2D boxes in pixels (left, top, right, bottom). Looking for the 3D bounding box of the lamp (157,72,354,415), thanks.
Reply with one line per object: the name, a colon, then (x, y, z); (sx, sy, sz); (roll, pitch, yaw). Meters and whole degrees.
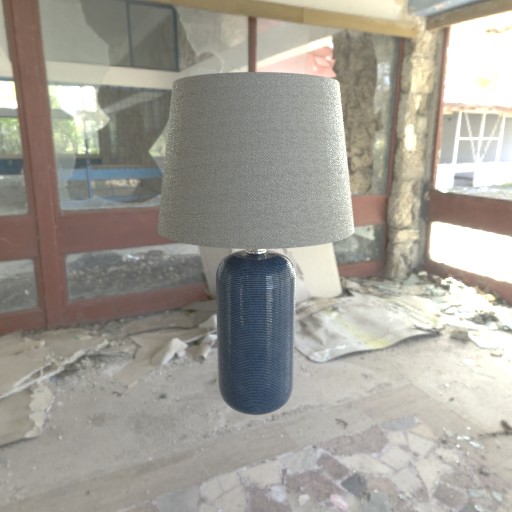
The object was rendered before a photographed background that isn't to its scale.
lamp: (0.000, 0.000, 0.590); (0.253, 0.428, 0.253); (0, 14, 0)
